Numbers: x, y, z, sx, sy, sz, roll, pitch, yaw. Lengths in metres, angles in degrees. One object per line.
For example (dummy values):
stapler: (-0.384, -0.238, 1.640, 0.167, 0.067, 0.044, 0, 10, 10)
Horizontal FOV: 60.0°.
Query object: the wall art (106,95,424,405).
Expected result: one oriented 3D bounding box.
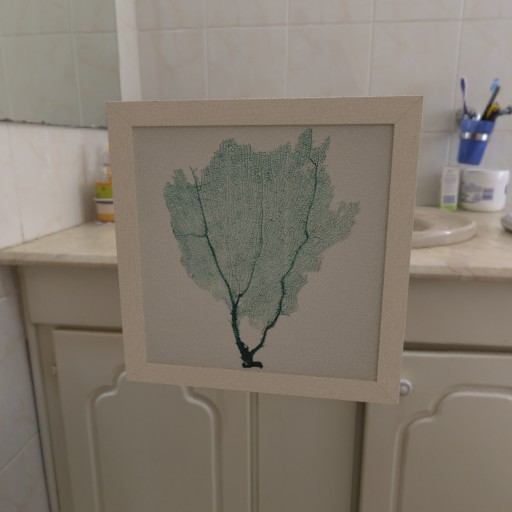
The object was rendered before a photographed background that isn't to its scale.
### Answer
wall art: (0.000, 0.000, 0.860, 0.572, 0.577, 0.015, 2, 13, 9)
